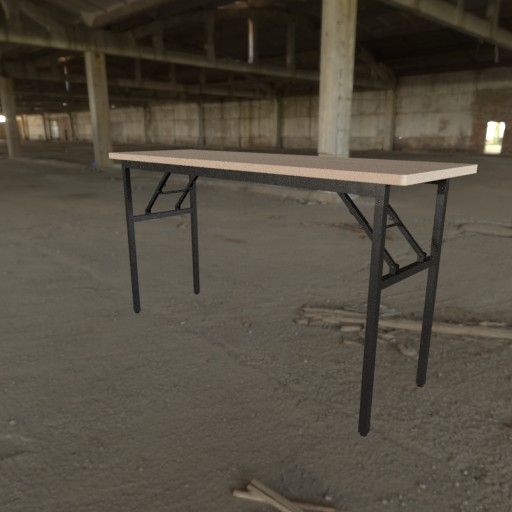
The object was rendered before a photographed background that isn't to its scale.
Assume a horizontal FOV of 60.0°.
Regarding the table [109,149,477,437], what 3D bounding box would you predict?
[{"bbox_3d":[0.000,0.000,1.723,0.447,0.750,1.397,-15,22,-43],"label":"table"}]
